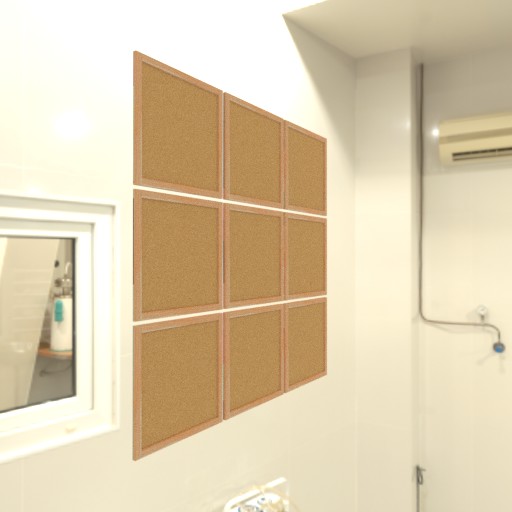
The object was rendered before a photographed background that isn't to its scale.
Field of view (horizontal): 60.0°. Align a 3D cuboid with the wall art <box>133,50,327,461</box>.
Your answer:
[{"bbox_3d":[0.000,0.000,1.806,0.013,1.220,1.216,0,0,37],"label":"wall art"}]
